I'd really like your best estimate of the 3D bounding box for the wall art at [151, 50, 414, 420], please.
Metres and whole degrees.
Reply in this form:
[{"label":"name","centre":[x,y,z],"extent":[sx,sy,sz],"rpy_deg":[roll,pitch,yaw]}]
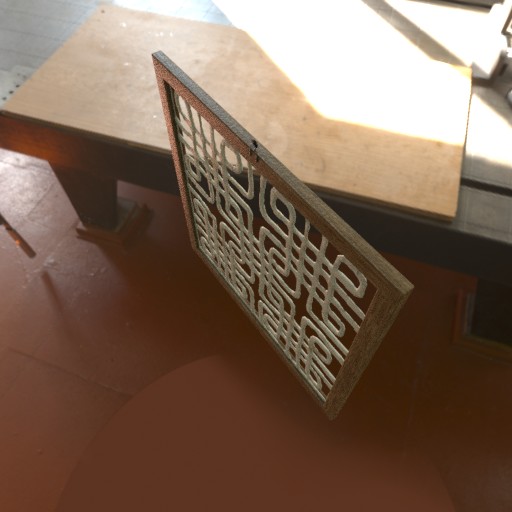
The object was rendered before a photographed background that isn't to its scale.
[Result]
[{"label":"wall art","centre":[0.000,0.000,0.832],"extent":[0.021,0.582,0.561],"rpy_deg":[-32,62,-19]}]
